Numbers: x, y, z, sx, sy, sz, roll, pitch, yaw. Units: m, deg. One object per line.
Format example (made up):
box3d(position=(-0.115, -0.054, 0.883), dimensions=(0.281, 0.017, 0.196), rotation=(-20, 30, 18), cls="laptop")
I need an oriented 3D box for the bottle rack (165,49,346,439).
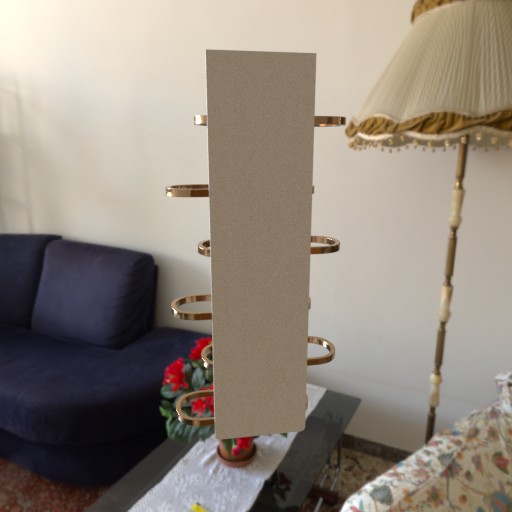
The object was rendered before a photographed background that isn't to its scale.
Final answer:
box3d(position=(0.000, 0.000, 0.856), dimensions=(0.332, 0.709, 0.118), rotation=(-2, 14, -9), cls="bottle rack")
